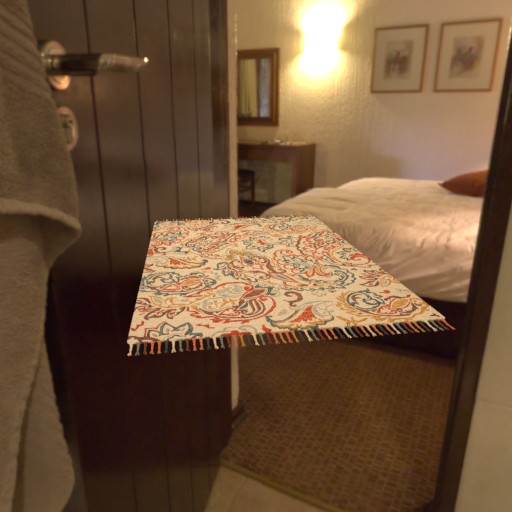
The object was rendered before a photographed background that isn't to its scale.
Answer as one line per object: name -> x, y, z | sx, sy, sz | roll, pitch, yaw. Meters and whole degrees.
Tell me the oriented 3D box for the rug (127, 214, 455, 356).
rug -> 0.000, 0.000, 2.509 | 1.218, 0.010, 1.997 | -3, 18, -9
